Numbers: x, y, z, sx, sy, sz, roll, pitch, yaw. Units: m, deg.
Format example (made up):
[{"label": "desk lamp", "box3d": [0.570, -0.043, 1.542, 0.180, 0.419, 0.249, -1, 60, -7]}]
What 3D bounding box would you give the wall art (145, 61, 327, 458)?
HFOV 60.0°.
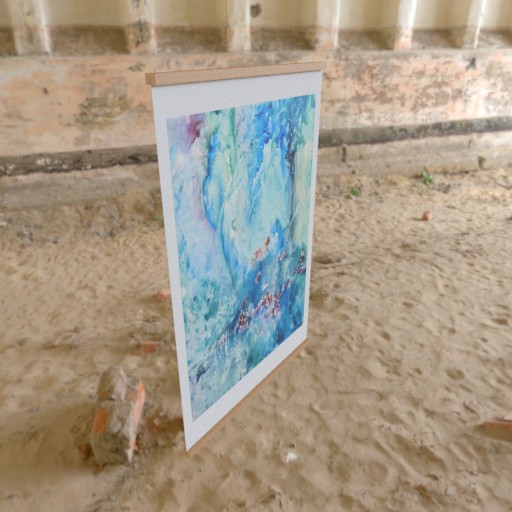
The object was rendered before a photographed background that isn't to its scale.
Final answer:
[{"label": "wall art", "box3d": [0.000, 0.000, 1.917, 0.040, 1.510, 0.991, 18, 31, 32]}]
